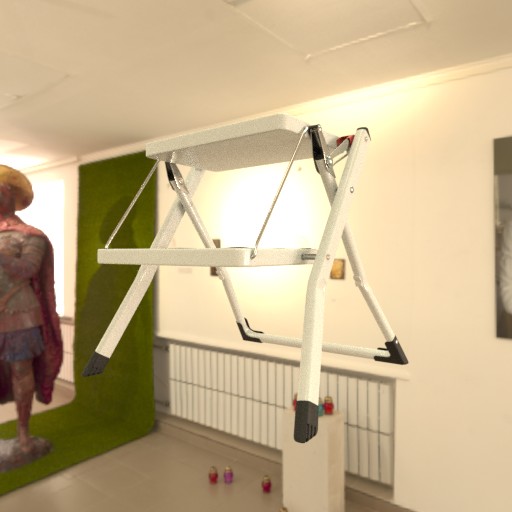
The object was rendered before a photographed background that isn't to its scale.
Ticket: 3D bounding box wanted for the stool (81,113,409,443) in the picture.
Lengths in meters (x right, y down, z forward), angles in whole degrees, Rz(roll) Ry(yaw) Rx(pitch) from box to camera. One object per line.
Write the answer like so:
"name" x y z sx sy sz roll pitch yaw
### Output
"stool" 0.000 0.000 0.851 0.485 0.445 0.490 0 1 37
